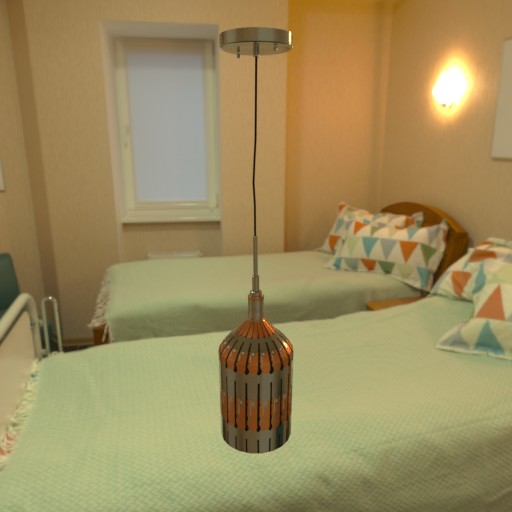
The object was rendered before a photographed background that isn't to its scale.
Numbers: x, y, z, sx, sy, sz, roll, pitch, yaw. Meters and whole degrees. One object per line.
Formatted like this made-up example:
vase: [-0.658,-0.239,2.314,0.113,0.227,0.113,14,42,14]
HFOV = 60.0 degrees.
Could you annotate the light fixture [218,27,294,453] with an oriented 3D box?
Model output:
light fixture: [0.000,0.000,1.693,0.303,1.535,0.303,0,15,0]
